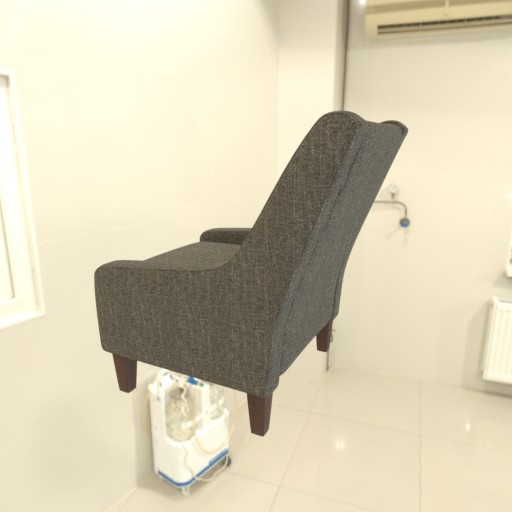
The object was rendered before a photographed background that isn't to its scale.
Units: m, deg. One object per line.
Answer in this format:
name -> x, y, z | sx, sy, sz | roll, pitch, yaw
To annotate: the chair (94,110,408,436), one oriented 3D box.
chair -> 0.000, 0.000, 1.712 | 0.944, 1.012, 0.793 | 7, 17, 26
